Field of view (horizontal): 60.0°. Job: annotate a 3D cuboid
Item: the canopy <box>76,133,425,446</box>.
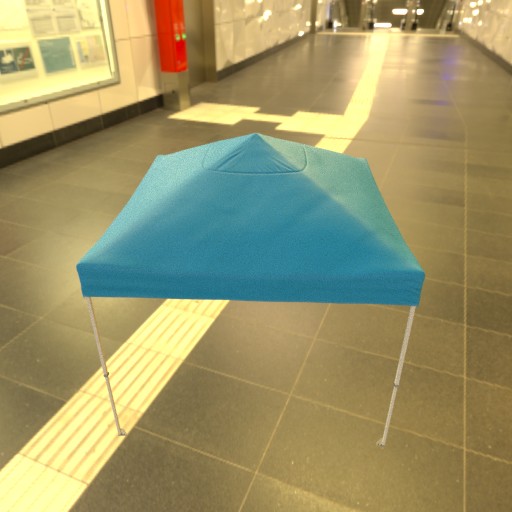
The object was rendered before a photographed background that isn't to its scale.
[{"bbox_3d":[0.000,0.000,5.403,2.996,2.997,2.998,1,31,2],"label":"canopy"}]
